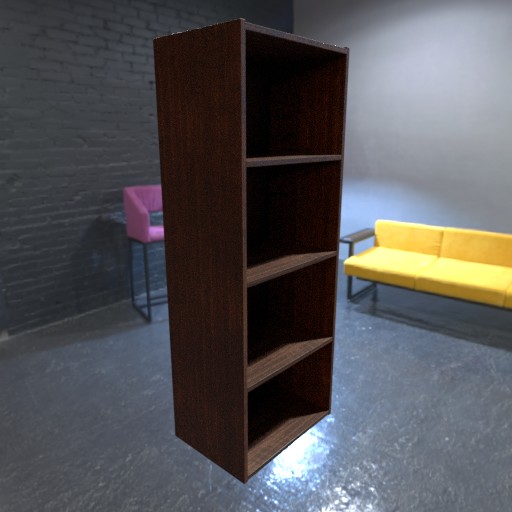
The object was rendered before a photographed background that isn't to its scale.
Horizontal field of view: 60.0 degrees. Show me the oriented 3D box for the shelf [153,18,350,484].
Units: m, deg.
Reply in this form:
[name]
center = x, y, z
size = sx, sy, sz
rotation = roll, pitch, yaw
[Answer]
[shelf]
center = 0.000, 0.000, 1.250
size = 0.290, 1.099, 0.415
rotation = 13, 20, 40
